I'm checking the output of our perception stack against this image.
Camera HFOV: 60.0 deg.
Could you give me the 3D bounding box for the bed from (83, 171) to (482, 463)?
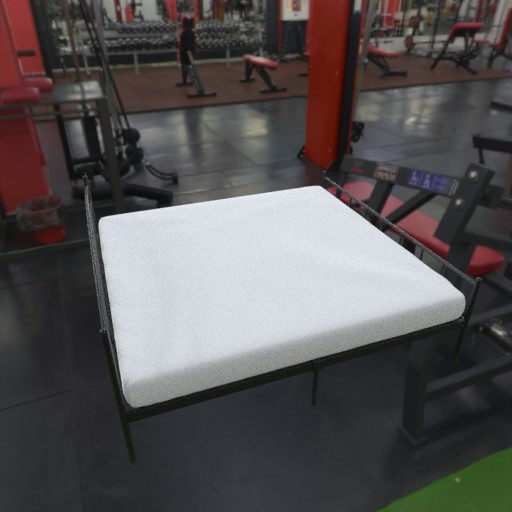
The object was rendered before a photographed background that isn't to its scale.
[{"bbox_3d":[0.000,0.000,3.030,2.040,0.940,1.880,-11,33,-18],"label":"bed"}]
